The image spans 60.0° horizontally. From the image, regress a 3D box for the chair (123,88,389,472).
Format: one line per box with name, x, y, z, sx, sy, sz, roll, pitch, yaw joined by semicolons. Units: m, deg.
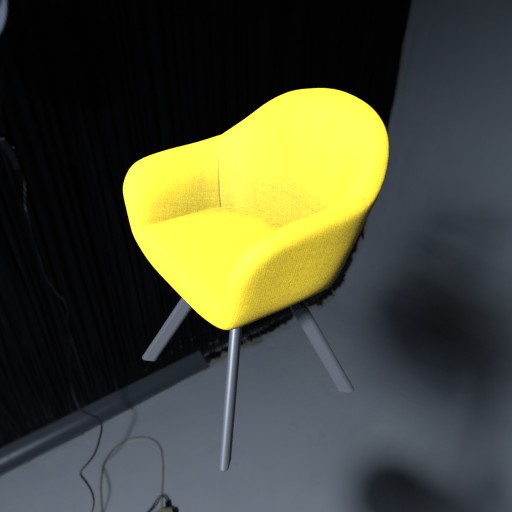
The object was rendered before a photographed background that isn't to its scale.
chair;0.000;0.000;1.180;0.550;0.795;0.590;-20;35;-30
